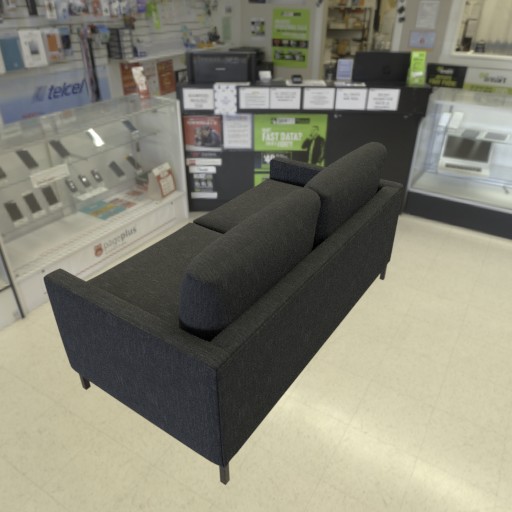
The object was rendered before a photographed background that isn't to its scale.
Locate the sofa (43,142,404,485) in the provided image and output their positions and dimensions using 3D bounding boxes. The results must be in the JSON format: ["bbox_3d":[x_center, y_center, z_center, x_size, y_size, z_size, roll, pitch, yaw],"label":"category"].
[{"bbox_3d":[0.000,0.000,2.178,0.866,0.862,1.716,20,36,29],"label":"sofa"}]
